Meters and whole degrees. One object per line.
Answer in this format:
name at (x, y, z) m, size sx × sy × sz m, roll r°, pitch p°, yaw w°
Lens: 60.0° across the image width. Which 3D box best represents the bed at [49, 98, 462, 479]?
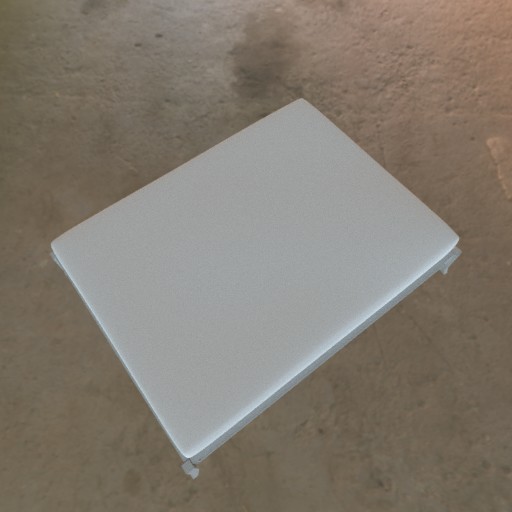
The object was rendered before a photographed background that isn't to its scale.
bed at (0.000, 0.000, 2.839) m, size 2.108 × 0.510 × 1.604 m, roll -34°, pitch 68°, yaw -16°
